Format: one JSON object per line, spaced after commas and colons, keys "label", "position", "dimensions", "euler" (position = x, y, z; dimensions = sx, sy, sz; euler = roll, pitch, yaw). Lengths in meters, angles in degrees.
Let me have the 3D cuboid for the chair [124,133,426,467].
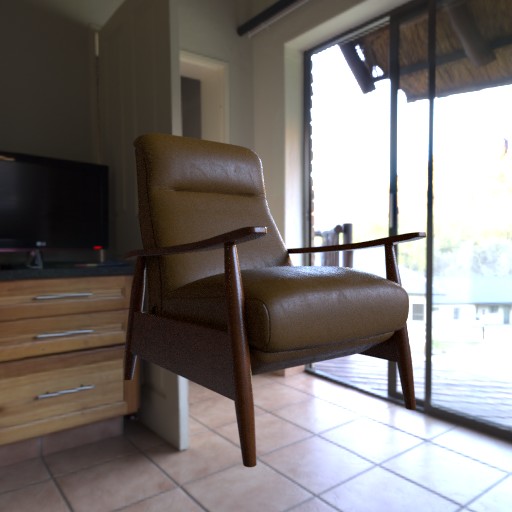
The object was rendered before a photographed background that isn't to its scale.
{"label": "chair", "position": [0.000, 0.000, 1.747], "dimensions": [0.762, 1.082, 1.014], "euler": [-1, 1, -36]}
